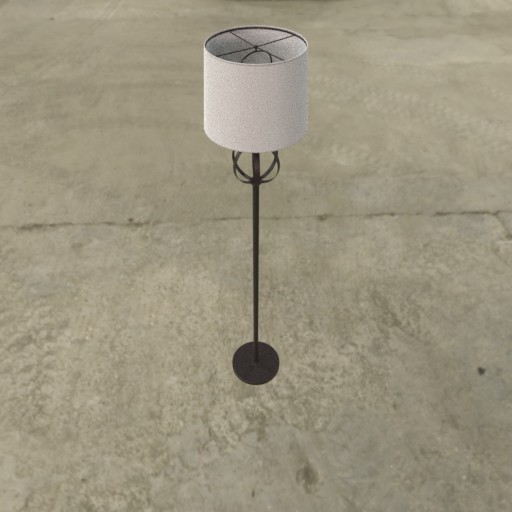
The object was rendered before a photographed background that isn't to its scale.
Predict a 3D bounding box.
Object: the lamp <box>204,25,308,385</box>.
[{"bbox_3d":[0.000,0.000,1.591,0.286,1.462,0.286,18,48,17],"label":"lamp"}]
